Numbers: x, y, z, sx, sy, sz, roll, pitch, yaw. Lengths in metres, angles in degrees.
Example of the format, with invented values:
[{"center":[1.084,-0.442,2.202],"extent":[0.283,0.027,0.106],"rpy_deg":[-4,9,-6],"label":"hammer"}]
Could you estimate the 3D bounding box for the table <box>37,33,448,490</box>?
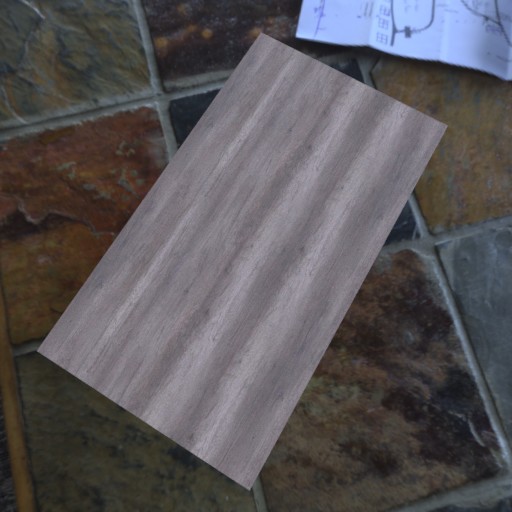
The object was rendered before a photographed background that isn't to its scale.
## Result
[{"center":[0.000,0.000,2.097],"extent":[0.900,0.775,1.600],"rpy_deg":[30,77,7],"label":"table"}]
